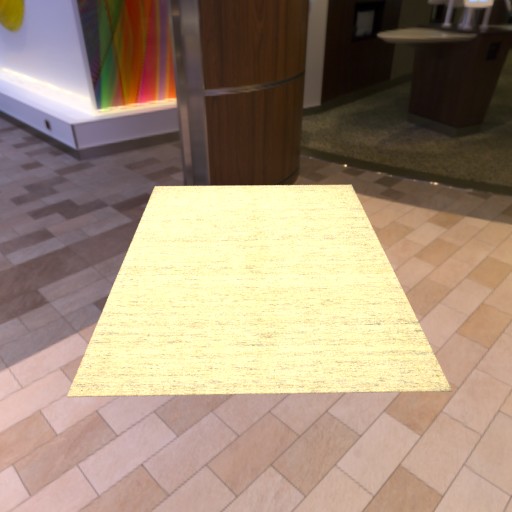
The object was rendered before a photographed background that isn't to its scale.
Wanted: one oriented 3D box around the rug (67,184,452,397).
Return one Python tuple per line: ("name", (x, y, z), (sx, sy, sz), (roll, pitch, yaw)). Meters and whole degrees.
("rug", (0.000, 0.000, 4.143), (2.437, 0.014, 3.201), (-1, 33, -1))
